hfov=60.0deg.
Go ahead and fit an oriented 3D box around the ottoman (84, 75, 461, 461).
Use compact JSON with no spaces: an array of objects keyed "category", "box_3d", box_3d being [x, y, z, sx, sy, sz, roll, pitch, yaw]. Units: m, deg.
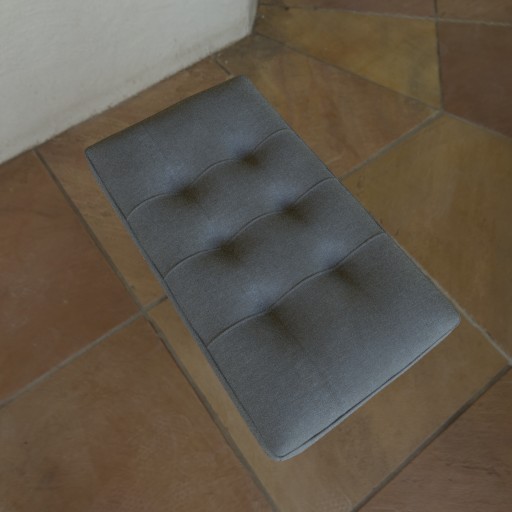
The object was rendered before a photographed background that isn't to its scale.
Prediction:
[{"category":"ottoman","box_3d":[0.000,0.000,1.497,0.648,0.514,1.143,-31,68,-14]}]
